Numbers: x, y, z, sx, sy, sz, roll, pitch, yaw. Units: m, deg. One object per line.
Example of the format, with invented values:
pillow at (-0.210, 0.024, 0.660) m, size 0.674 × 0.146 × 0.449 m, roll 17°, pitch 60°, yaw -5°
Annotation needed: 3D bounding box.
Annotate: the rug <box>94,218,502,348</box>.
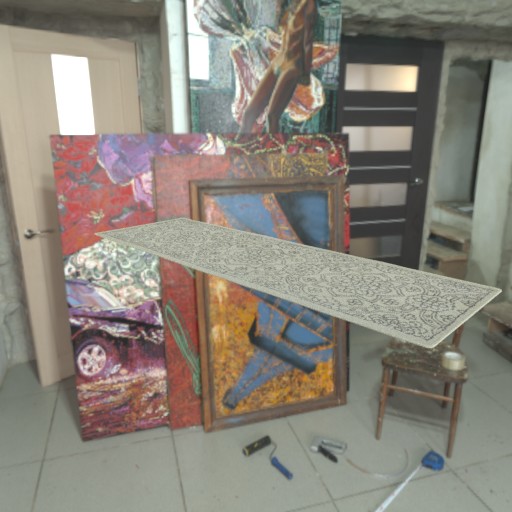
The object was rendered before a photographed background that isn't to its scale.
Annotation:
rug at (0.000, 0.000, 2.597) m, size 2.431 × 0.006 × 0.806 m, roll 15°, pitch 22°, yaw 42°
